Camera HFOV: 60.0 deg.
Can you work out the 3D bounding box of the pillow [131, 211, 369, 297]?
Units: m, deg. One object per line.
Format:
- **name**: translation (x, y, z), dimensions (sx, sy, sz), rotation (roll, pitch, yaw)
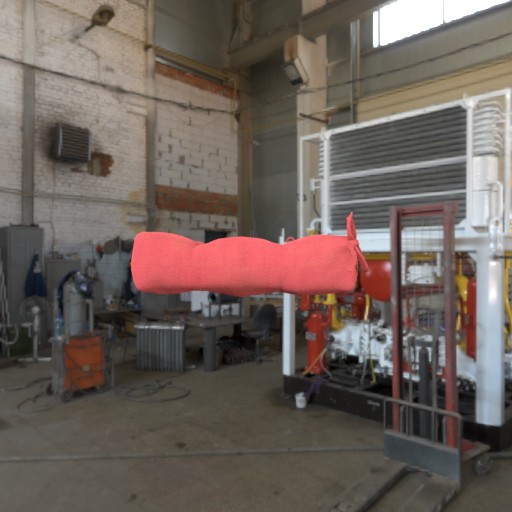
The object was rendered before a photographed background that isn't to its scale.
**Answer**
- **pillow**: translation (0.000, 0.000, 1.398), dimensions (0.511, 0.174, 1.194), rotation (0, 0, -1)
